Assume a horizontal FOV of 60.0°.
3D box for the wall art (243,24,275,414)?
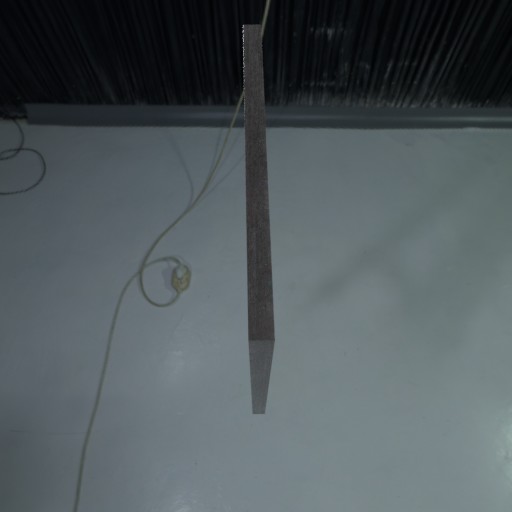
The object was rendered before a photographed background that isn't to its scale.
[{"bbox_3d":[0.000,0.000,0.811,0.027,0.580,0.479,-1,63,-1],"label":"wall art"}]
